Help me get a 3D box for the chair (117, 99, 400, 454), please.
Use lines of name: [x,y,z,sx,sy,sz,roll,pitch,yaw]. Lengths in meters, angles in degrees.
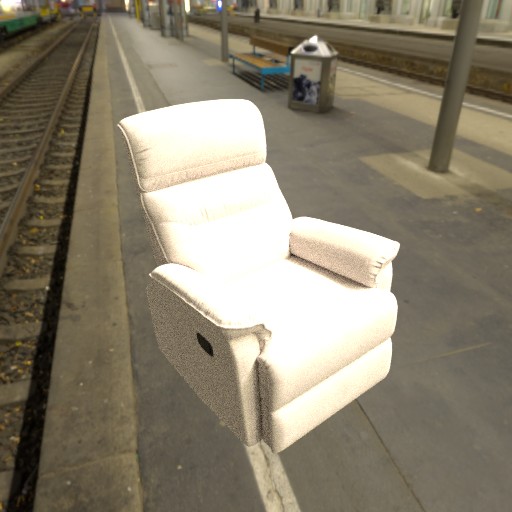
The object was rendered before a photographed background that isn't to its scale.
chair: [0.000,0.000,1.752,0.820,1.039,1.001,-21,36,-32]
